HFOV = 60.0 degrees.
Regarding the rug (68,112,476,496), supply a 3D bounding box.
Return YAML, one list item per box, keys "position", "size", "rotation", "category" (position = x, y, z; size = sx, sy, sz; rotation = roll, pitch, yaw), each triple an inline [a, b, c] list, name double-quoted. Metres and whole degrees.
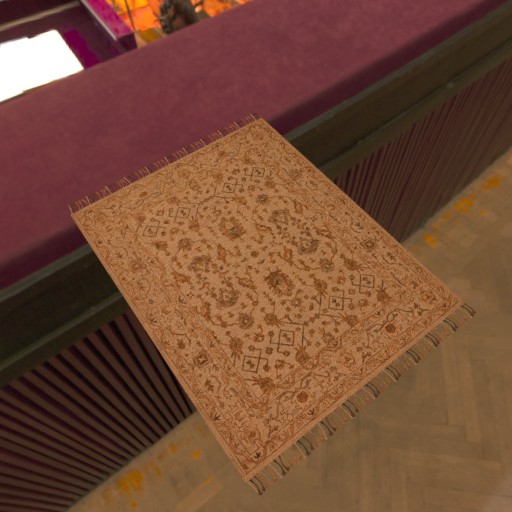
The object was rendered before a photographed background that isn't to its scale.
- position: [0.000, 0.000, 2.222]
  size: [1.278, 0.009, 1.726]
  rotation: [-32, 63, -18]
  category: "rug"
